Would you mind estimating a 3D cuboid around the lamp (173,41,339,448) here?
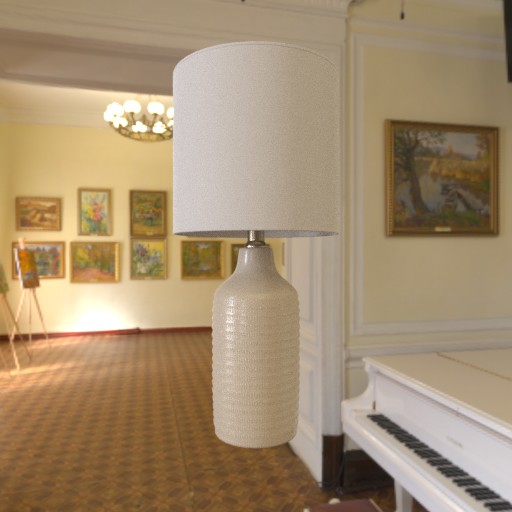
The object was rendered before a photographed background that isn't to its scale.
[{"bbox_3d":[0.000,0.000,0.599,0.220,0.475,0.220,0,0,-1],"label":"lamp"}]
